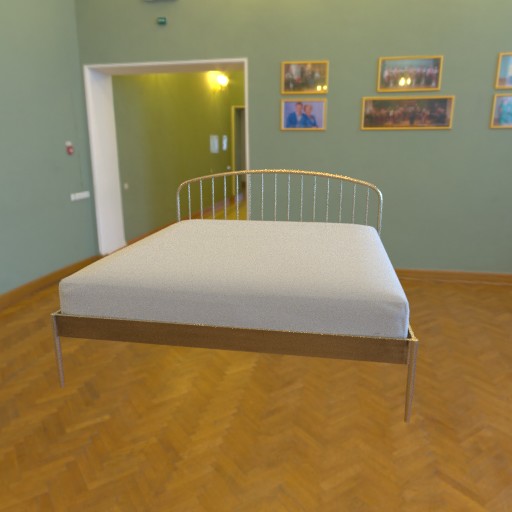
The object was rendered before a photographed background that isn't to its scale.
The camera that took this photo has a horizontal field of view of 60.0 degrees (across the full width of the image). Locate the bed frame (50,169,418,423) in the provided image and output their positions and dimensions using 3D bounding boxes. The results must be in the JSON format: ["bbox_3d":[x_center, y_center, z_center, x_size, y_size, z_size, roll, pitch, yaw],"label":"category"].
[{"bbox_3d":[0.000,0.000,3.355,2.016,1.174,2.152,2,14,10],"label":"bed frame"}]
